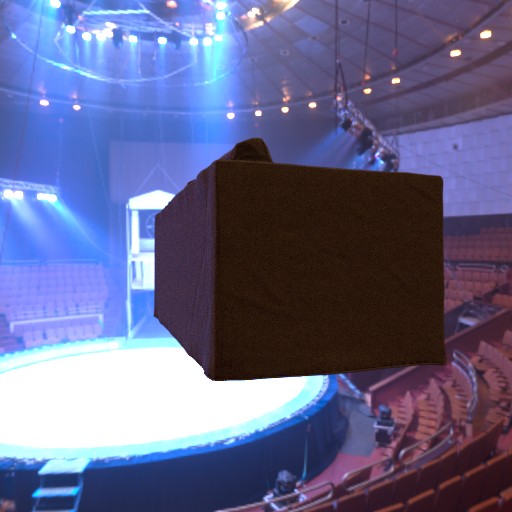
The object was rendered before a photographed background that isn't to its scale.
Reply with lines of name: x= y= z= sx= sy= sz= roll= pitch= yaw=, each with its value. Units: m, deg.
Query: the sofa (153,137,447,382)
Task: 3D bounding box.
sofa: x=0.000 y=0.000 z=2.488 sx=0.953 sy=0.855 sz=1.982 roll=0 pitch=-1 yaw=-19
